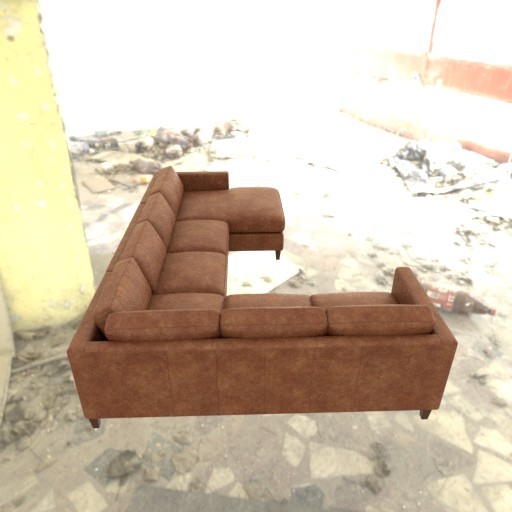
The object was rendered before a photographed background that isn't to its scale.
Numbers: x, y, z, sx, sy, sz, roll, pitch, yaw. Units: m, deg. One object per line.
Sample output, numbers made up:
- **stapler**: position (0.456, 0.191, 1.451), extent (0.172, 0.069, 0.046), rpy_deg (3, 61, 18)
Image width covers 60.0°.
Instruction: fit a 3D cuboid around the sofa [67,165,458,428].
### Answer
- **sofa**: position (0.000, 0.000, 4.331), extent (2.452, 0.888, 3.324), rpy_deg (-1, 30, -2)
